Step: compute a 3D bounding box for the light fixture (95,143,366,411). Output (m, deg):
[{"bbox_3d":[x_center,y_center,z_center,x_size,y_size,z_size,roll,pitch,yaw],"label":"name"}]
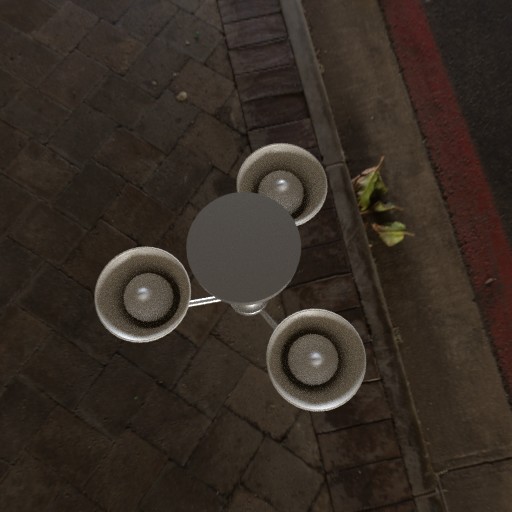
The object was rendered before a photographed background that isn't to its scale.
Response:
[{"bbox_3d":[0.000,0.000,0.652,0.388,0.370,0.354,20,77,5],"label":"light fixture"}]
